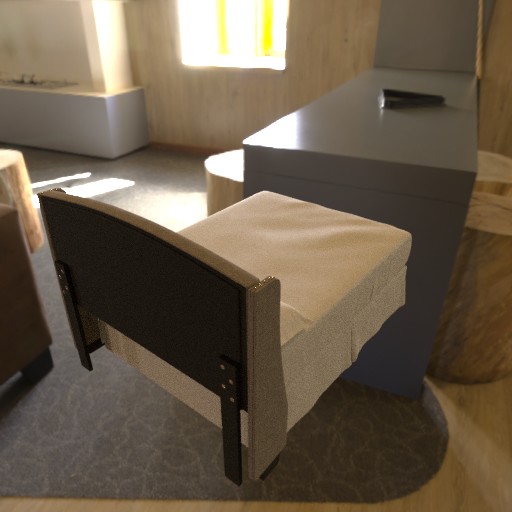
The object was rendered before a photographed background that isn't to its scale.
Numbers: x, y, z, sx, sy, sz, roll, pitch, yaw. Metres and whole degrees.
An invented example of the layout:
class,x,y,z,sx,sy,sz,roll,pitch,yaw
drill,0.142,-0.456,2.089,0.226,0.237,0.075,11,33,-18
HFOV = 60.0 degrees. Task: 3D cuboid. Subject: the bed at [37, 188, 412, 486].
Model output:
class,x,y,z,sx,sy,sz,roll,pitch,yaw
bed,0.000,0.000,3.285,1.710,1.407,2.237,22,36,33
